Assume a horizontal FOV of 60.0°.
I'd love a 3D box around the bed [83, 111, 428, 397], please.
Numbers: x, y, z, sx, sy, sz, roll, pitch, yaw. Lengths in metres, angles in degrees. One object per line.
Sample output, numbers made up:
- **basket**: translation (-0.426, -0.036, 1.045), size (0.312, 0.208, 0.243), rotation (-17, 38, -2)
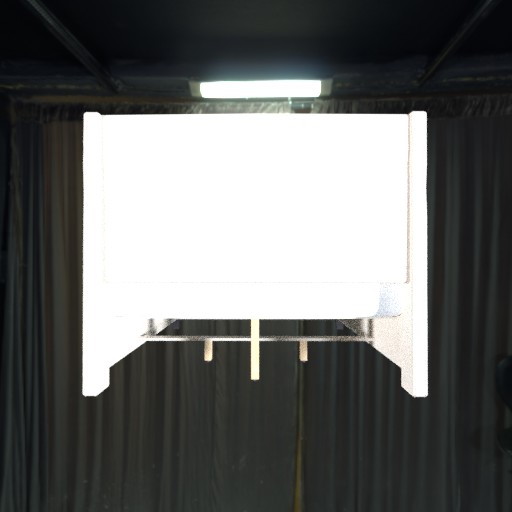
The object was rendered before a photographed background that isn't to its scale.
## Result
- **bed**: translation (0.000, 0.000, 3.418), size (1.778, 1.471, 2.293), rotation (0, -1, 1)
